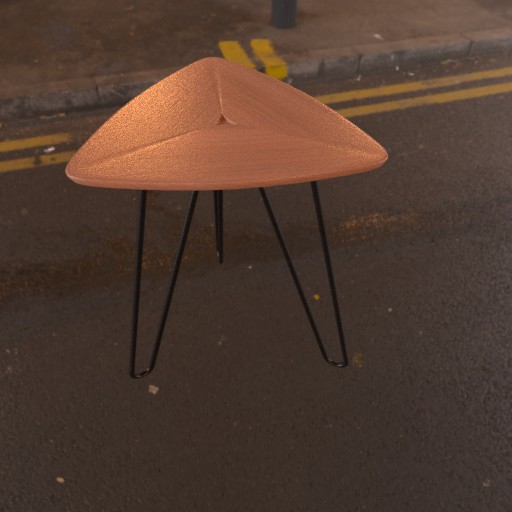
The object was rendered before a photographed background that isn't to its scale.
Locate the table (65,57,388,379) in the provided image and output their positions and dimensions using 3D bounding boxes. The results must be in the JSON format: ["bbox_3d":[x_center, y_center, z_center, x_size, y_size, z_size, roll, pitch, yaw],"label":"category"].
[{"bbox_3d":[0.000,0.000,0.880,0.455,0.564,0.442,17,48,16],"label":"table"}]
